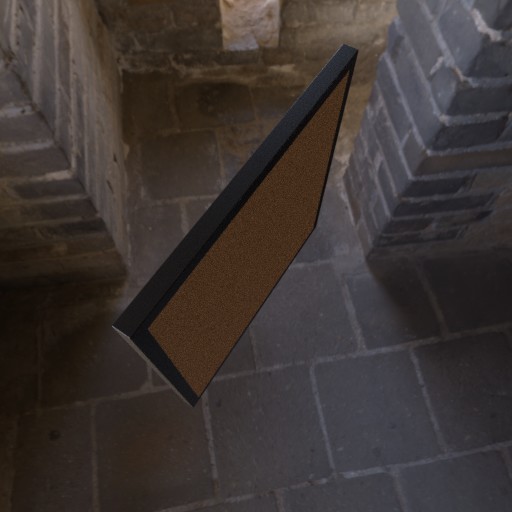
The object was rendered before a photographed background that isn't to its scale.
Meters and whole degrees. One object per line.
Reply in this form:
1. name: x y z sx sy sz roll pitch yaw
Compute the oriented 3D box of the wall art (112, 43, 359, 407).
1. wall art: 0.000 0.000 1.167 0.038 0.765 0.765 30 67 14
